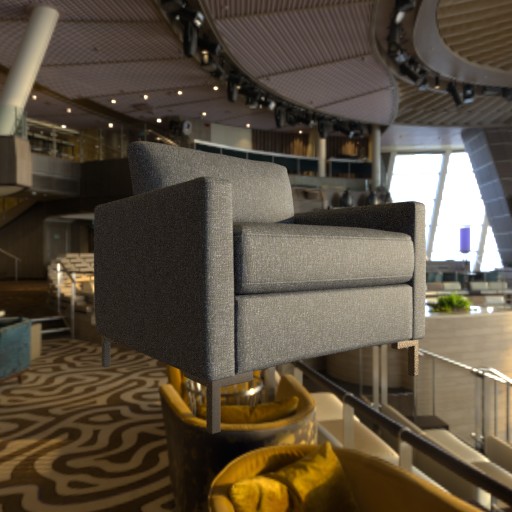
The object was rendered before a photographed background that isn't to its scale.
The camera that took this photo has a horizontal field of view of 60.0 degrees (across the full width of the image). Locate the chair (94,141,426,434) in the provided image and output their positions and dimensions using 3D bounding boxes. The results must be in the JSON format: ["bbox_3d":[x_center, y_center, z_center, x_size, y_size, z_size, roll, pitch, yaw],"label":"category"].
[{"bbox_3d":[0.000,0.000,1.657,0.963,0.861,0.866,0,0,-37],"label":"chair"}]
